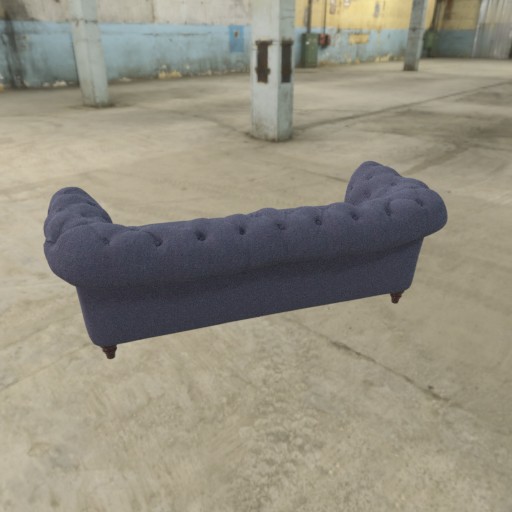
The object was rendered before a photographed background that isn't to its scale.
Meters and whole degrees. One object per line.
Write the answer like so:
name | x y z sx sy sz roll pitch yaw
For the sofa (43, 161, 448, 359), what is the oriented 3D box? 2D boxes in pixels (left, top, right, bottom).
sofa | 0.000 0.000 2.748 2.335 0.836 1.046 -8 27 -17
